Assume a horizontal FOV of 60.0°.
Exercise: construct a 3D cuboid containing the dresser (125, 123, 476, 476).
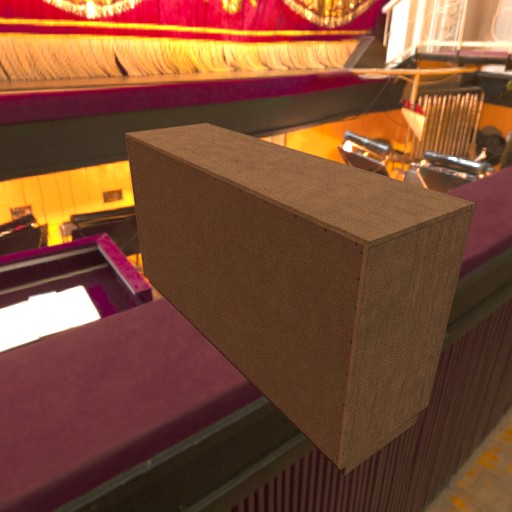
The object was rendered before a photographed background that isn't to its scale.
[{"bbox_3d":[0.000,0.000,2.014,0.483,0.889,1.628,-18,32,-32],"label":"dresser"}]
